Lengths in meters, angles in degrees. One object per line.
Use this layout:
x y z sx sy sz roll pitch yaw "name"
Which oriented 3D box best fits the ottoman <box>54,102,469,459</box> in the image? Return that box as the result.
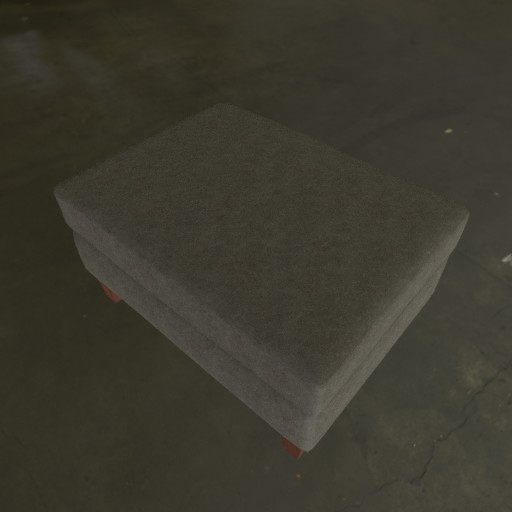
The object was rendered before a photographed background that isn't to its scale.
0.000 0.000 1.228 0.839 0.464 0.639 32 54 27 "ottoman"
